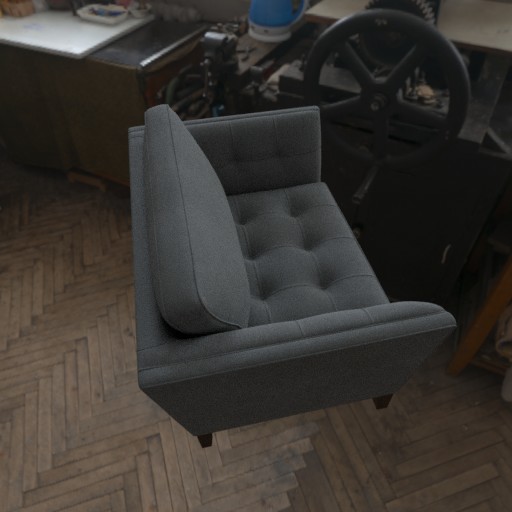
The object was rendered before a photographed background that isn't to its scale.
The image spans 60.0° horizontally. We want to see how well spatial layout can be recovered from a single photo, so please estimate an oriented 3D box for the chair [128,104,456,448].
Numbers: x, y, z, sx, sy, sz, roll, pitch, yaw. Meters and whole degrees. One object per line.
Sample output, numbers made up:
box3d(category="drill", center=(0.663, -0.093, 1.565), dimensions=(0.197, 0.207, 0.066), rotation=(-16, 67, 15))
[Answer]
box3d(category="chair", center=(0.000, 0.000, 1.961), dimensions=(0.965, 0.942, 1.396), rotation=(-9, 47, -9))
